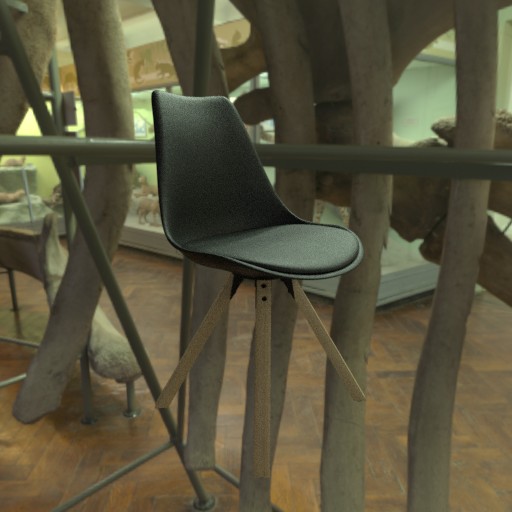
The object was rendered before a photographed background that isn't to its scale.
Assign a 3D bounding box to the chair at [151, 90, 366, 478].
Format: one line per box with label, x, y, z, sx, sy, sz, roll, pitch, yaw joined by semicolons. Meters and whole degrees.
chair;0.000;0.000;1.175;0.549;0.850;0.485;13;19;42
